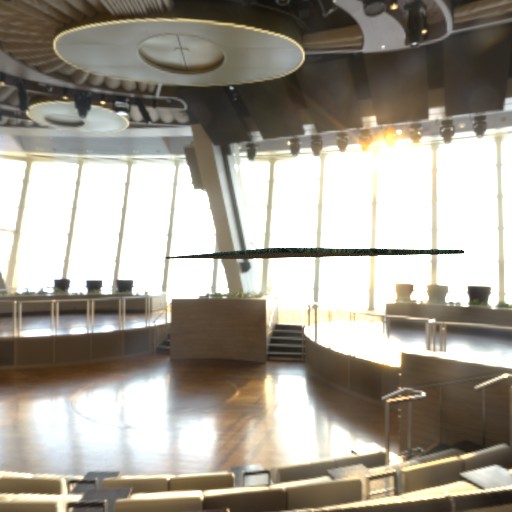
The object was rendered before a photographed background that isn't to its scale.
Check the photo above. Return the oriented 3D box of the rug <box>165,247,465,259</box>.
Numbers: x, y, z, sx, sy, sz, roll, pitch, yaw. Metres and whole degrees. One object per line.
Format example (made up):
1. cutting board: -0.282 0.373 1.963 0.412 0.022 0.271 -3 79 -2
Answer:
1. rug: 0.000 0.000 2.439 0.676 0.016 2.286 0 -1 -19
